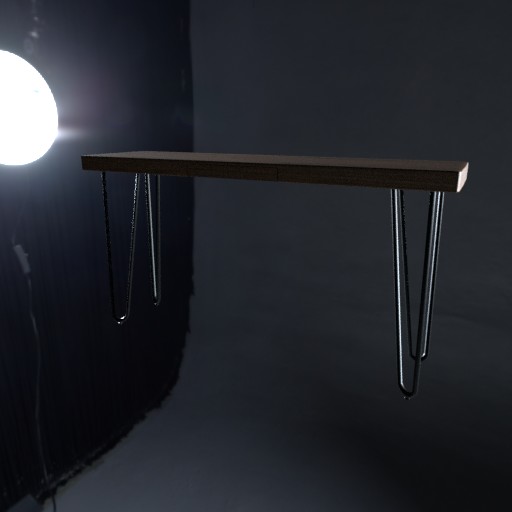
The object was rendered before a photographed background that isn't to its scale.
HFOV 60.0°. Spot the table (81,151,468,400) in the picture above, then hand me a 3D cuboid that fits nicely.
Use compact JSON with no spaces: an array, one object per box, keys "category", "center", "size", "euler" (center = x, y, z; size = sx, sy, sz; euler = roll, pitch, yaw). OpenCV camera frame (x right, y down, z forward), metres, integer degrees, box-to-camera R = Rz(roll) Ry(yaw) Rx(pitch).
[{"category":"table","center":[0.000,0.000,1.935],"size":[1.570,0.834,0.425],"euler":[8,18,26]}]
